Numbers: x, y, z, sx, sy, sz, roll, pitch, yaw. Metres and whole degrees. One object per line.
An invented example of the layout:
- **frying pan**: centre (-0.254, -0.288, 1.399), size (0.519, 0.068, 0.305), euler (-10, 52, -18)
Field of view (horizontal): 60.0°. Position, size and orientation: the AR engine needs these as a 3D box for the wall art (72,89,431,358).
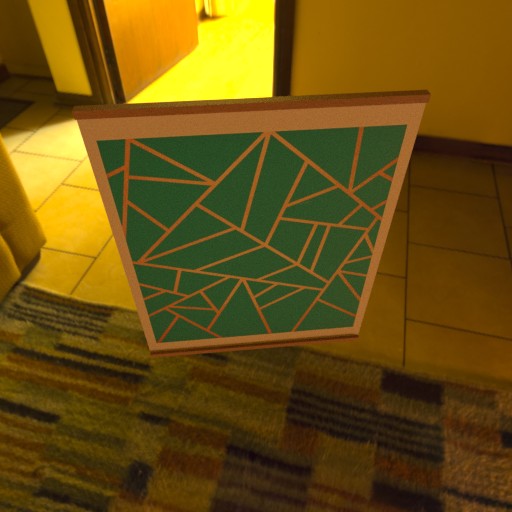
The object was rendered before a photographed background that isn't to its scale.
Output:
- **wall art**: centre (0.000, 0.000, 0.685), size (0.405, 0.508, 0.012), euler (-4, 46, -4)
